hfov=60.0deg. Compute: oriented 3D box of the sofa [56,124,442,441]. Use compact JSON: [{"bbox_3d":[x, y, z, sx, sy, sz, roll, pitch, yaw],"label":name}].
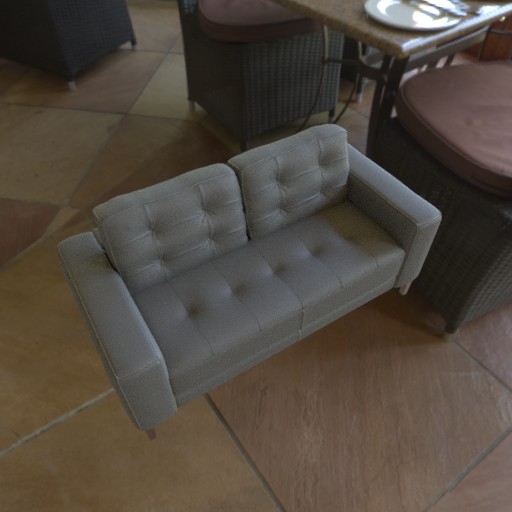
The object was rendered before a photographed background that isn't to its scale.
[{"bbox_3d":[0.000,0.000,2.255,1.726,0.893,0.833,-25,52,-21],"label":"sofa"}]
